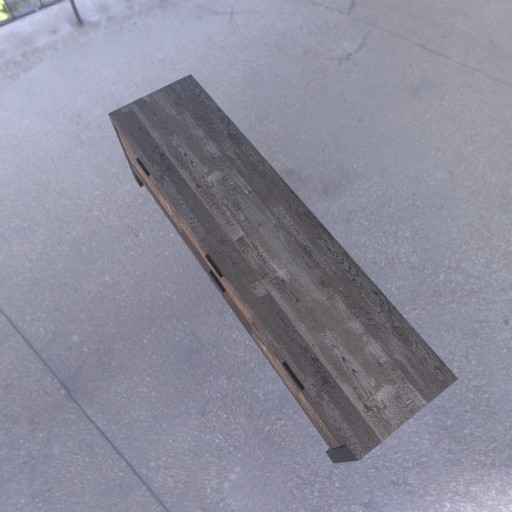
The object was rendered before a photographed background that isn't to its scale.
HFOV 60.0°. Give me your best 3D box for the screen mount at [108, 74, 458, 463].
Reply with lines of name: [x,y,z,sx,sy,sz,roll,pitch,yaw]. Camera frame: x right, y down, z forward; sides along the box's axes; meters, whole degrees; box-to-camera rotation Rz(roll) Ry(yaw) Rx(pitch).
screen mount: [0.000,0.000,1.734,0.395,0.450,1.524,-32,68,-14]
